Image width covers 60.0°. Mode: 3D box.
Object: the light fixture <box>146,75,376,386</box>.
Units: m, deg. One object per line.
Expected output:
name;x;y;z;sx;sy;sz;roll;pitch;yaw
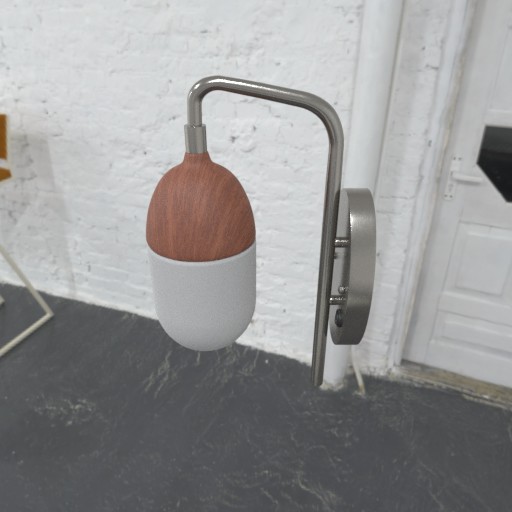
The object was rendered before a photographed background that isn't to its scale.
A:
light fixture;0.000;0.000;0.452;0.216;0.343;0.108;0;28;0
